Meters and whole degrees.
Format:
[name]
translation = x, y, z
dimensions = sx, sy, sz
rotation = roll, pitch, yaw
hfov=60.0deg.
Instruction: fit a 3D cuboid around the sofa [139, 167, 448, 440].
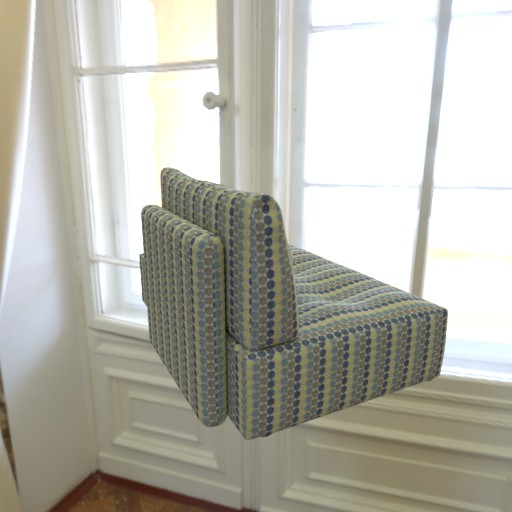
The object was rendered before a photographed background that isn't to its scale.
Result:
[sofa]
translation = 0.000, 0.000, 2.102
dimensions = 1.000, 0.820, 1.450
rotation = -8, 17, -26
